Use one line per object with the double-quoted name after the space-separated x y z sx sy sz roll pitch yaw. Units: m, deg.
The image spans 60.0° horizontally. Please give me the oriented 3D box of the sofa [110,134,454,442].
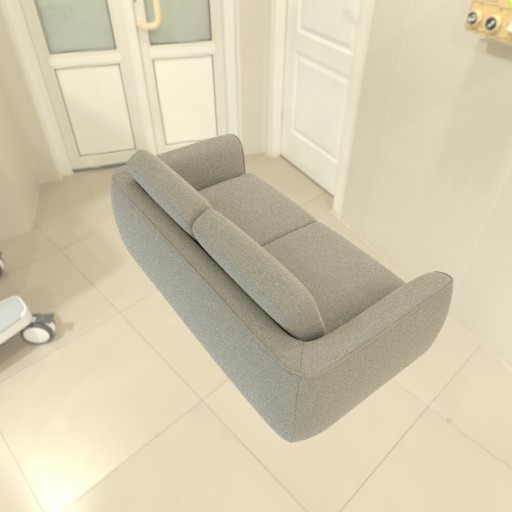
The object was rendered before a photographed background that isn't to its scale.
0.000 0.000 2.252 0.920 0.850 1.700 -26 48 -26 "sofa"
